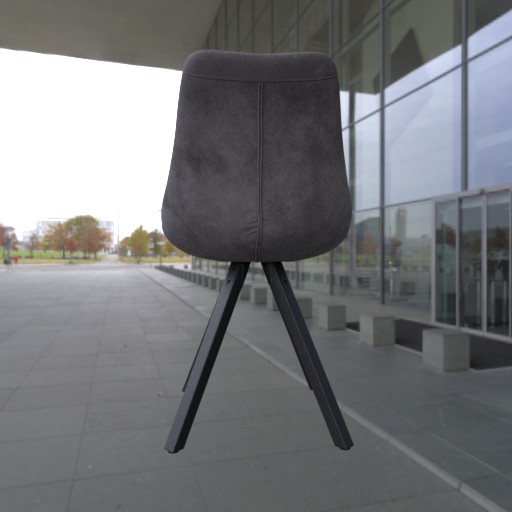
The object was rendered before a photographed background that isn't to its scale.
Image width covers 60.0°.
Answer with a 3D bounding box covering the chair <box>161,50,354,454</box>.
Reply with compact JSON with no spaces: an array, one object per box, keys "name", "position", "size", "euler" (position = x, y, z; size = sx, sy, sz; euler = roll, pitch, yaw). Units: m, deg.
[{"name":"chair","position":[0.000,0.000,1.174],"size":[0.485,0.850,0.550],"euler":[0,0,-2]}]
